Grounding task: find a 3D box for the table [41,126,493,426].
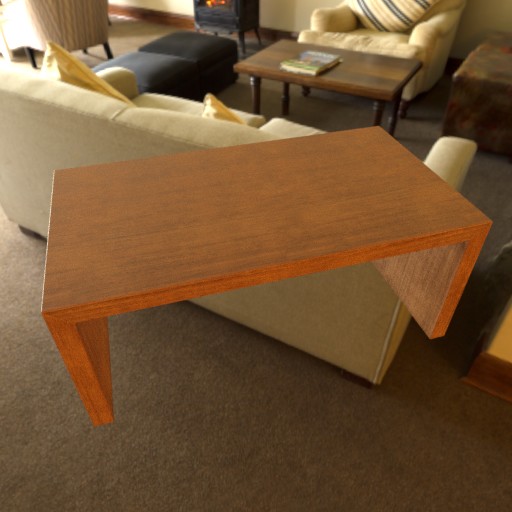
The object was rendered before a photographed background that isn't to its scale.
[{"bbox_3d":[0.000,0.000,1.268,1.000,0.419,0.549,-11,42,-13],"label":"table"}]
